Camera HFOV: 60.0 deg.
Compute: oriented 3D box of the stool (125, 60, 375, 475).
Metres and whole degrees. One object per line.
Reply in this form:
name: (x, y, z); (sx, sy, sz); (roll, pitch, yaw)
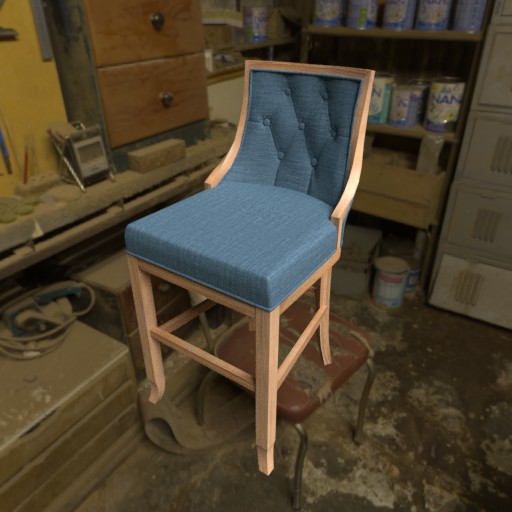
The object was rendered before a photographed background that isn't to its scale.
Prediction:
stool: (0.000, 0.000, 1.442); (0.524, 1.101, 0.626); (19, 35, 29)
